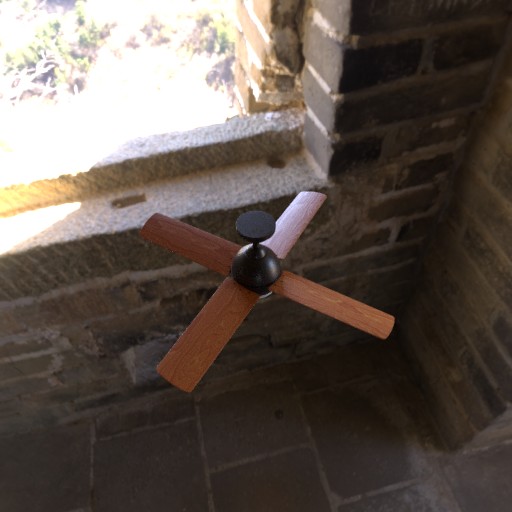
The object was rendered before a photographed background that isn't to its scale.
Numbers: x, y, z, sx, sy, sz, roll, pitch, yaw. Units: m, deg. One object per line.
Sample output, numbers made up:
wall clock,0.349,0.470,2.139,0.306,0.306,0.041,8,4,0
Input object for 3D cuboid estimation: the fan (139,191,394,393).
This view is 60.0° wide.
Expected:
fan,0.000,0.000,2.034,1.332,0.403,1.332,23,51,20
